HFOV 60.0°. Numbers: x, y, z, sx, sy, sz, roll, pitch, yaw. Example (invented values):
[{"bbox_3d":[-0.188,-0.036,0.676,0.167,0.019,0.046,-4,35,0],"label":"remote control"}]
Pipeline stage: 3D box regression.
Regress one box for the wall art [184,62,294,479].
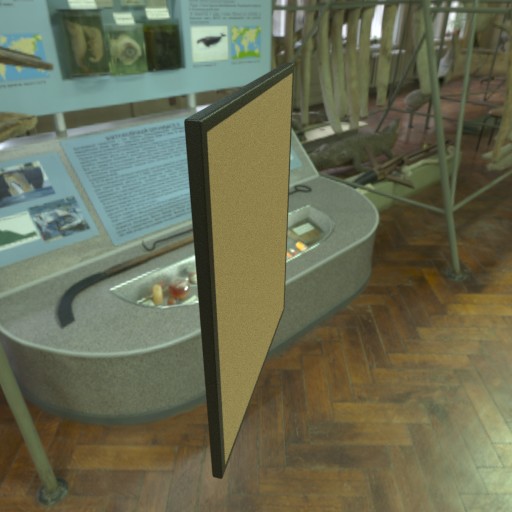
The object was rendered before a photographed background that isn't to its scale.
[{"bbox_3d":[0.000,0.000,0.788,0.018,0.582,0.481,8,31,13],"label":"wall art"}]
